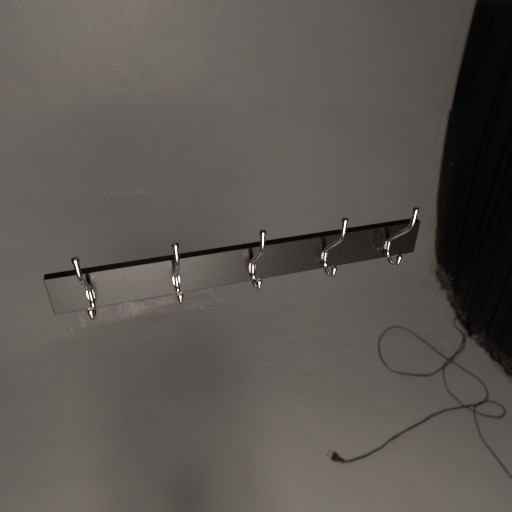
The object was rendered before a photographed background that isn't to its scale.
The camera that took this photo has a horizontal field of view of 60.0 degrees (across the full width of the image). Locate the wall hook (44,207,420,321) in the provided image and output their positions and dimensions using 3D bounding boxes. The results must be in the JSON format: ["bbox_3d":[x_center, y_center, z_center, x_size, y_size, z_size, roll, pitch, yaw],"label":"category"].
[{"bbox_3d":[0.000,0.000,0.636,0.571,0.117,0.071,-9,34,-14],"label":"wall hook"}]
